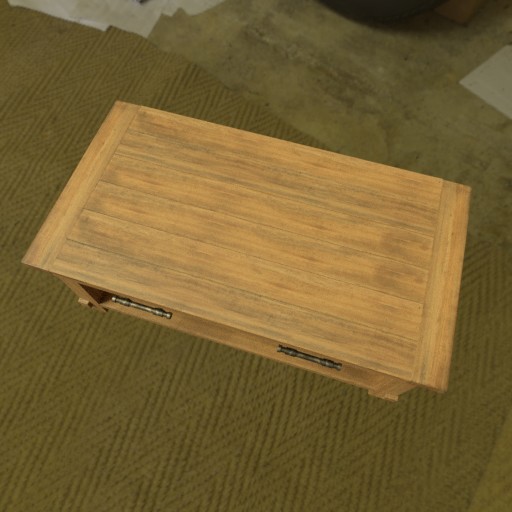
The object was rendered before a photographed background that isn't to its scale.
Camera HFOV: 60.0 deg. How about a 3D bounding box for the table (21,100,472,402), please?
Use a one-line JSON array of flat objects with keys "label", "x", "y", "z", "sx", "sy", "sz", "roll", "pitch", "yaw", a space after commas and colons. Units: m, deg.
[{"label": "table", "x": 0.000, "y": 0.000, "z": 1.610, "sx": 1.270, "sy": 0.494, "sz": 0.693, "roll": 16, "pitch": 66, "yaw": 7}]
